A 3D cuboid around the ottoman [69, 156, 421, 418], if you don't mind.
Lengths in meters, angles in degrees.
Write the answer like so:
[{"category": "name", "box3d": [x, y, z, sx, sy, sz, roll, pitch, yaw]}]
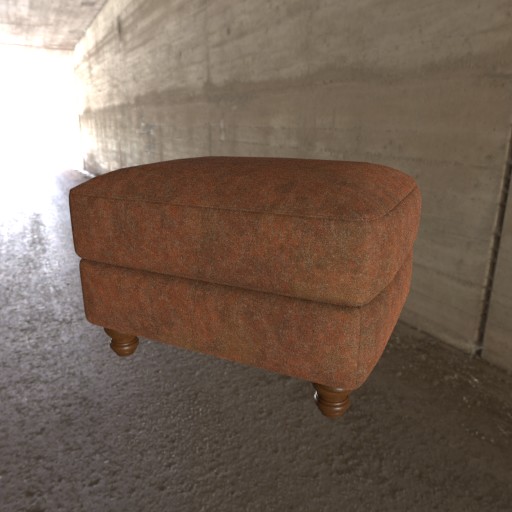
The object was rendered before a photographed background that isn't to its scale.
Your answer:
[{"category": "ottoman", "box3d": [0.000, 0.000, 1.199, 0.787, 0.508, 0.635, 8, 19, 25]}]
